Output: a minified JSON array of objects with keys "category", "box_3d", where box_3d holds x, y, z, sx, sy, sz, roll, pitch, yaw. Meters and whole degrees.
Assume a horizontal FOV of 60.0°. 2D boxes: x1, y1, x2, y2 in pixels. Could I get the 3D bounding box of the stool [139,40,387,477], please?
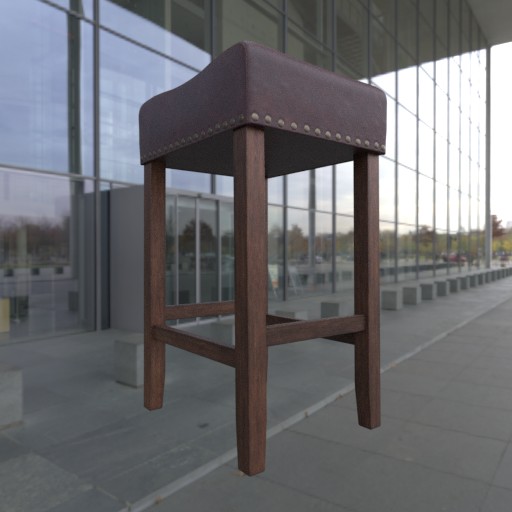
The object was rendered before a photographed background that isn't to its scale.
[{"category":"stool","box_3d":[0.000,0.000,1.056,0.401,0.769,0.465,0,0,-38]}]
